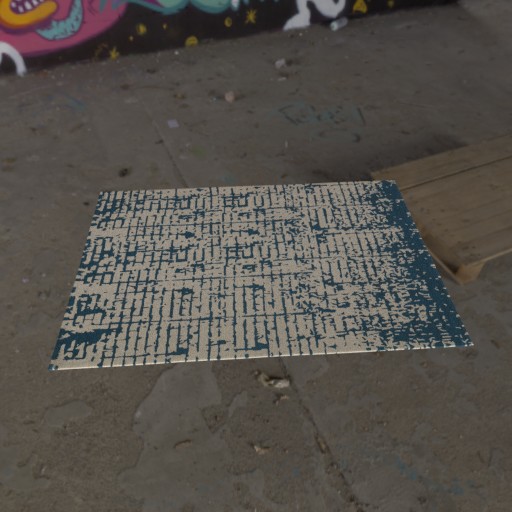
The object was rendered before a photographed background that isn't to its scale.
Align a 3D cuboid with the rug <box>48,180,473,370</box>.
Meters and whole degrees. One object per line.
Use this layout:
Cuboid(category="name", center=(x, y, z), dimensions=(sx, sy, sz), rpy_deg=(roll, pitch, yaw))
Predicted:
Cuboid(category="rug", center=(0.000, 0.000, 2.324), dimensions=(1.828, 0.007, 1.220), rpy_deg=(-3, 46, -3))
